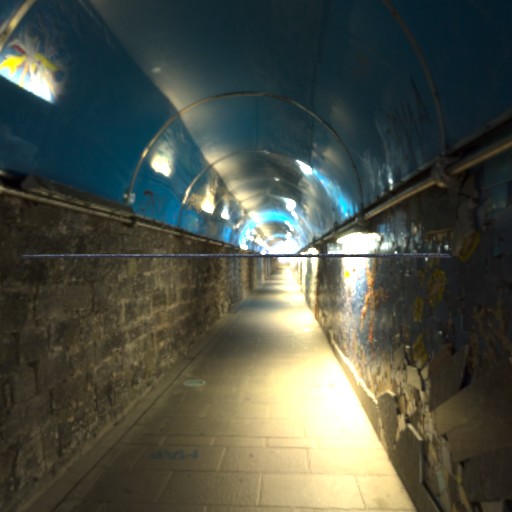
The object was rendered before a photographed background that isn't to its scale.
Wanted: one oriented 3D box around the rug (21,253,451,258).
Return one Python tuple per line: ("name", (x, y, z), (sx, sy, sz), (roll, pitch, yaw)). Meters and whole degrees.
("rug", (0.000, 0.000, 4.727), (3.612, 0.035, 2.716), (0, 0, 19))
